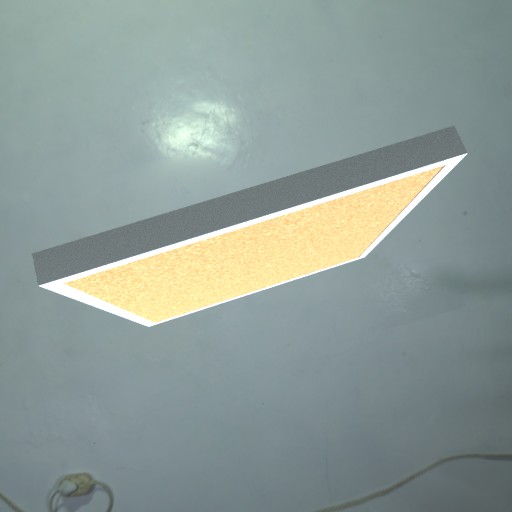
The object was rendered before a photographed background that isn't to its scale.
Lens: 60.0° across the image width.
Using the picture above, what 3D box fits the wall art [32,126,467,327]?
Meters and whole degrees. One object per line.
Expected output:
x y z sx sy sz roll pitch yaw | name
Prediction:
0.000 0.000 0.747 0.506 0.505 0.038 -18 77 -4 | wall art
